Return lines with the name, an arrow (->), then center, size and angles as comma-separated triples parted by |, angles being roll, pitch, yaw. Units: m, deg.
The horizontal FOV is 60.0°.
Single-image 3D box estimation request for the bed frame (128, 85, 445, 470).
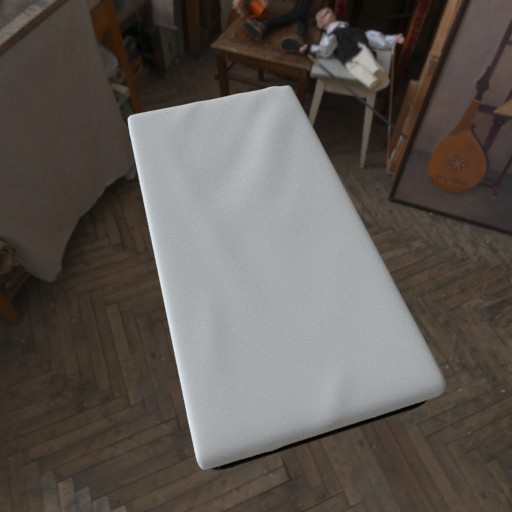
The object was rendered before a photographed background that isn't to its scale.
bed frame -> 0.000, 0.000, 2.315 | 0.989, 0.619, 1.903 | -14, 59, -9
